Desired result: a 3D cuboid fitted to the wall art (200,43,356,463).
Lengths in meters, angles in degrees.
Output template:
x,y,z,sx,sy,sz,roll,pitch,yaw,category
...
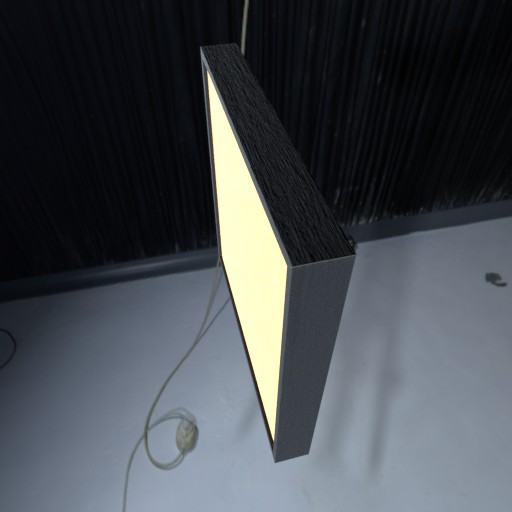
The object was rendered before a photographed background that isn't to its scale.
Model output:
x,y,z,sx,sy,sz,roll,pitch,yaw,category
0.000,0.000,0.455,0.037,0.305,0.305,-10,47,-10,wall art
